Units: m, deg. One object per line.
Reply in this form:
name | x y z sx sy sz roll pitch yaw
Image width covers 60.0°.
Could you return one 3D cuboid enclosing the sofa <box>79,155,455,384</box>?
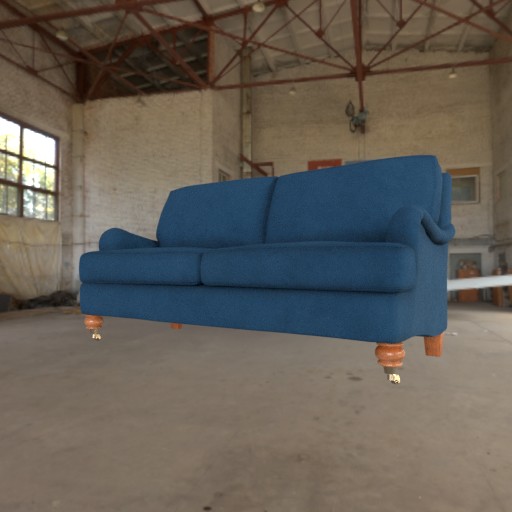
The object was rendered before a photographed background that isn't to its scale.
sofa | 0.000 0.000 2.713 2.141 1.101 1.084 -1 -2 34
